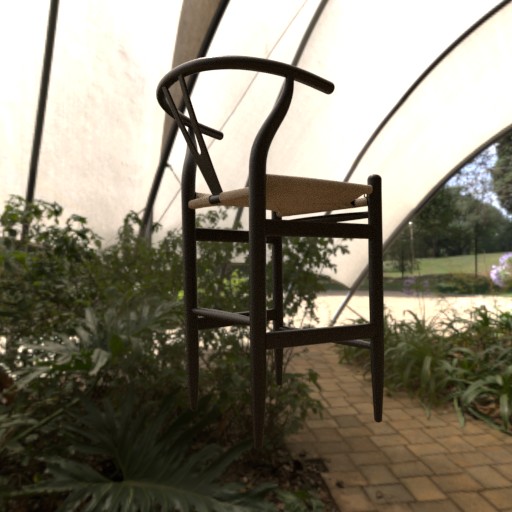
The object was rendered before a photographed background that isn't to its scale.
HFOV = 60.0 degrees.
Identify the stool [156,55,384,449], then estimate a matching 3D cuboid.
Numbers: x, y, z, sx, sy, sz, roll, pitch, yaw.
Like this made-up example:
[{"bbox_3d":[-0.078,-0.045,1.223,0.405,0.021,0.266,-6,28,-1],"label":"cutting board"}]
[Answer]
[{"bbox_3d":[0.000,0.000,1.326,0.579,0.970,0.569,0,-1,-36],"label":"stool"}]
